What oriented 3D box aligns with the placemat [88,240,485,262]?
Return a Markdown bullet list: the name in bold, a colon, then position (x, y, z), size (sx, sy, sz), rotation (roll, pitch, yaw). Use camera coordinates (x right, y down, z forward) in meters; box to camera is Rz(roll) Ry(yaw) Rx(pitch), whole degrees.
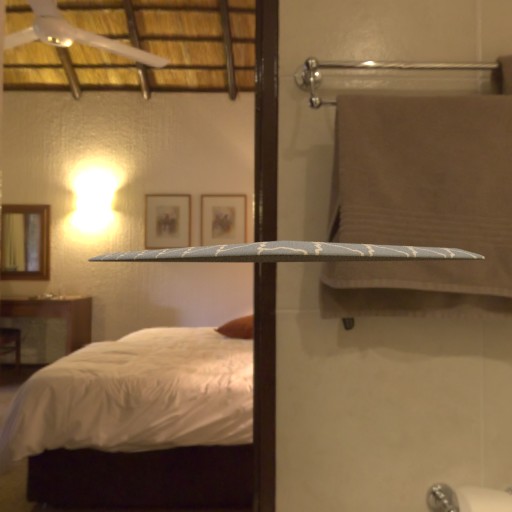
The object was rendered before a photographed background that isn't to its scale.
- **placemat**: position (0.000, 0.000, 0.960), size (0.508, 0.021, 0.762), rotation (1, -2, -37)
